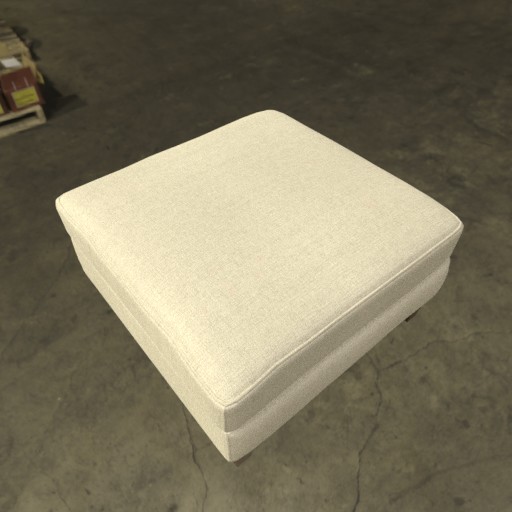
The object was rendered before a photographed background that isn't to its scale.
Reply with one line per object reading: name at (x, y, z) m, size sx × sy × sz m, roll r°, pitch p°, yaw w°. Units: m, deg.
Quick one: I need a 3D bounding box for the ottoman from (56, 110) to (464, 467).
ottoman at (0.000, 0.000, 1.351) m, size 0.838 × 0.478 × 0.838 m, roll -31°, pitch 54°, yaw -26°
